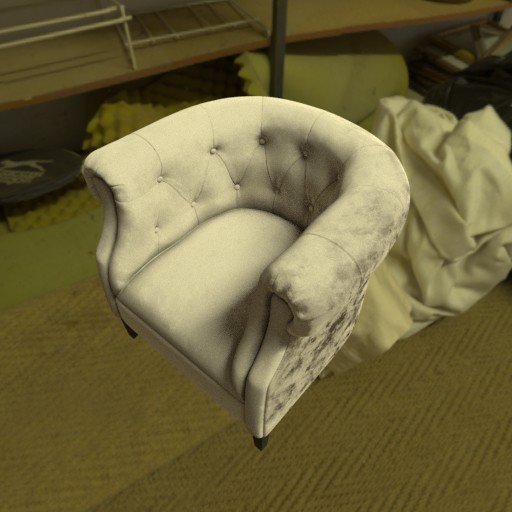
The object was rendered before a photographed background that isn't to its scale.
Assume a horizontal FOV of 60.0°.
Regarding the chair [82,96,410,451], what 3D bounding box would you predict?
[{"bbox_3d":[0.000,0.000,1.578,0.904,0.826,0.851,32,54,27],"label":"chair"}]
